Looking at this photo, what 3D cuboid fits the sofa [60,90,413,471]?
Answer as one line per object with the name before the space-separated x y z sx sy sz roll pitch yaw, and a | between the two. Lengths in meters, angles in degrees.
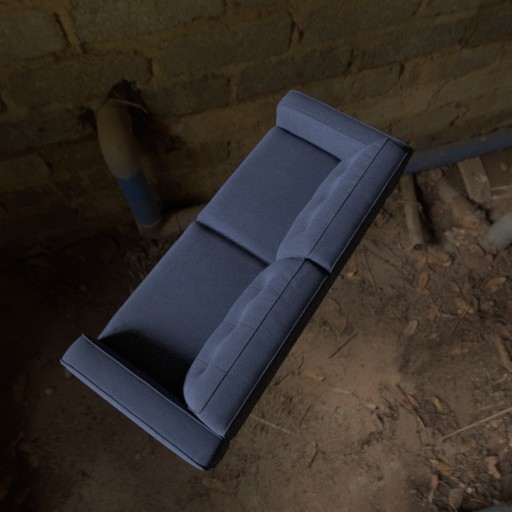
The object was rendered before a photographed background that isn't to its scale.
sofa | 0.000 0.000 2.701 0.953 0.782 2.270 31 69 14
